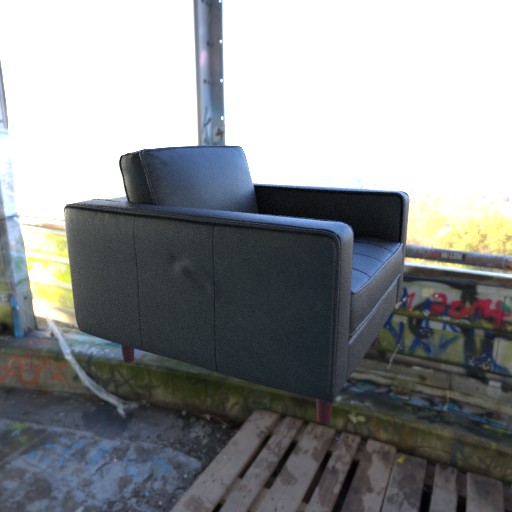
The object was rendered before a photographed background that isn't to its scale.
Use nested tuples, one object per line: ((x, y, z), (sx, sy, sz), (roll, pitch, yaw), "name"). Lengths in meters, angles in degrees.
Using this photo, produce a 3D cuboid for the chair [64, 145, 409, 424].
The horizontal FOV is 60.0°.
((0.000, 0.000, 1.580), (0.914, 0.763, 0.889), (8, 17, 27), "chair")
